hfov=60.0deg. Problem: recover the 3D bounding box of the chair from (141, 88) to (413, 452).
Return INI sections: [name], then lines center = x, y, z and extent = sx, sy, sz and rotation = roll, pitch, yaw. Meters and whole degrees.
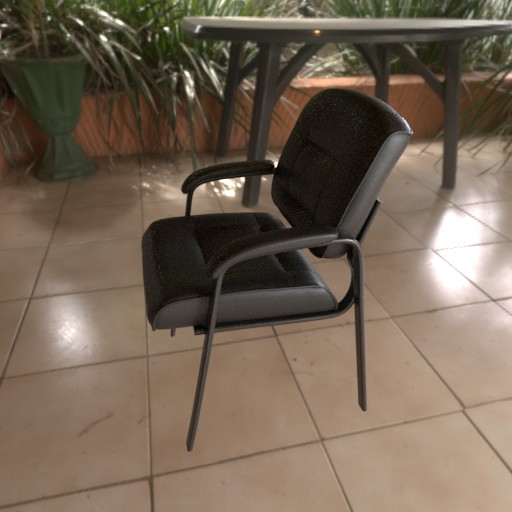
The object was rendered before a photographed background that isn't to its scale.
[chair]
center = 0.000, 0.000, 1.331
extent = 0.668, 0.910, 0.591
rotation = -7, 31, -13
